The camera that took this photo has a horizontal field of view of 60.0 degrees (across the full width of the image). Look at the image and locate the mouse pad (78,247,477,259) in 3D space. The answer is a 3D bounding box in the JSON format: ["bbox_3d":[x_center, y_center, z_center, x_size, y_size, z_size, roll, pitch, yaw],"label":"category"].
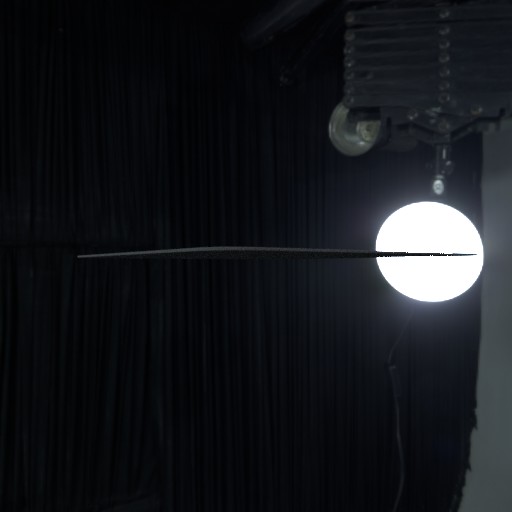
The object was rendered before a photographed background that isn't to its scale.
[{"bbox_3d":[0.000,0.000,0.434,0.269,0.002,0.315,1,-1,-35],"label":"mouse pad"}]
